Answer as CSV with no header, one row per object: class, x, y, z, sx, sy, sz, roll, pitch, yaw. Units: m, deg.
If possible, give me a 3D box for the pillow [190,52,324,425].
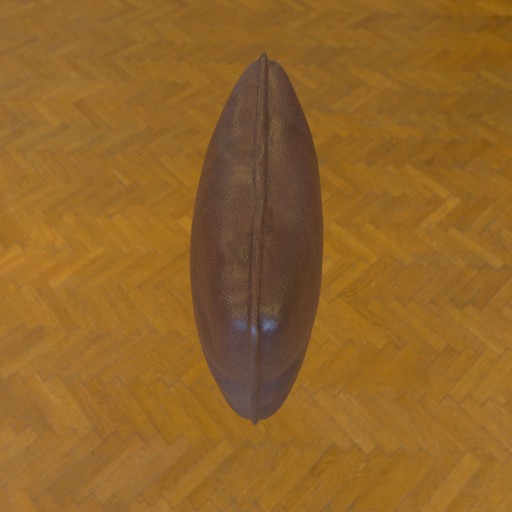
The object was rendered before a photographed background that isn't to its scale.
pillow,0.000,0.000,0.837,0.236,0.523,0.532,2,59,1
